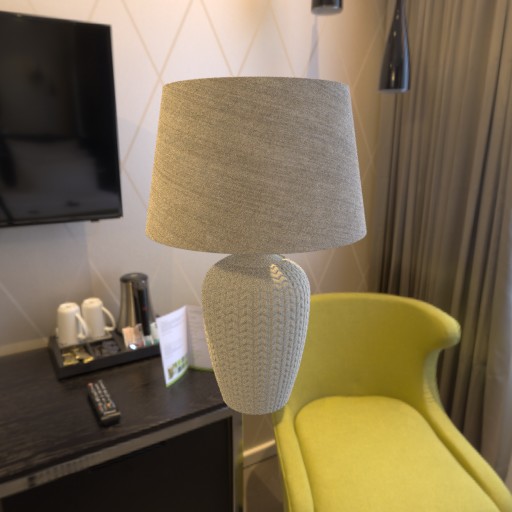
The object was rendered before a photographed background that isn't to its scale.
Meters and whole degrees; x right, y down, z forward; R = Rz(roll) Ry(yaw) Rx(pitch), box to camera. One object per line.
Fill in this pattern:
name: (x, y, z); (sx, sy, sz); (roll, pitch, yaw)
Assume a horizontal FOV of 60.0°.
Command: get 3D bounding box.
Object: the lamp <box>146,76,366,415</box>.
lamp: (0.000, 0.000, 0.818); (0.390, 0.580, 0.390); (0, 15, 0)
